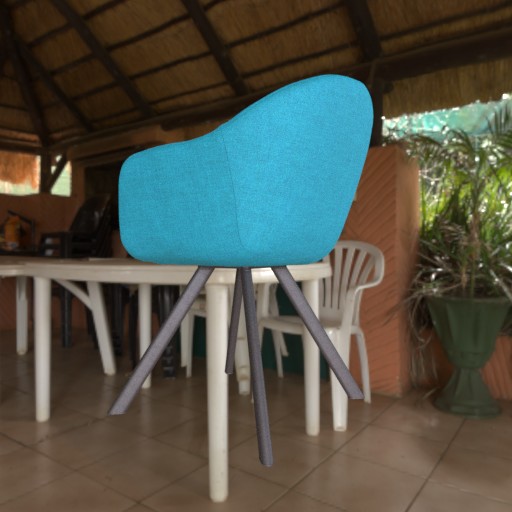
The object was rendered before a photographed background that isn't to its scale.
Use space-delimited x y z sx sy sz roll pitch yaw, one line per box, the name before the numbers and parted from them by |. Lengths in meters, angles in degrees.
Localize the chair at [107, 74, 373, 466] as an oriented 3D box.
chair | 0.000 0.000 1.130 0.565 0.775 0.545 0 1 35
